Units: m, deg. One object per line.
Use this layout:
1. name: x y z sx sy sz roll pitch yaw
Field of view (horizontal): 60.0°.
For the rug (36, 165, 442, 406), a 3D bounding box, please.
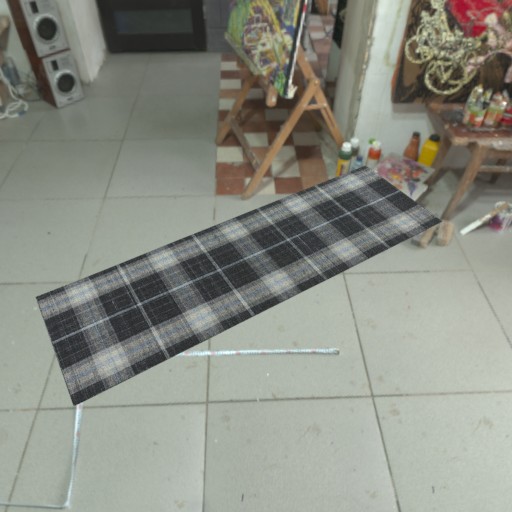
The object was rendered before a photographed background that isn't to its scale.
1. rug: 0.000 0.000 2.702 2.434 0.012 0.760 -24 50 -21
